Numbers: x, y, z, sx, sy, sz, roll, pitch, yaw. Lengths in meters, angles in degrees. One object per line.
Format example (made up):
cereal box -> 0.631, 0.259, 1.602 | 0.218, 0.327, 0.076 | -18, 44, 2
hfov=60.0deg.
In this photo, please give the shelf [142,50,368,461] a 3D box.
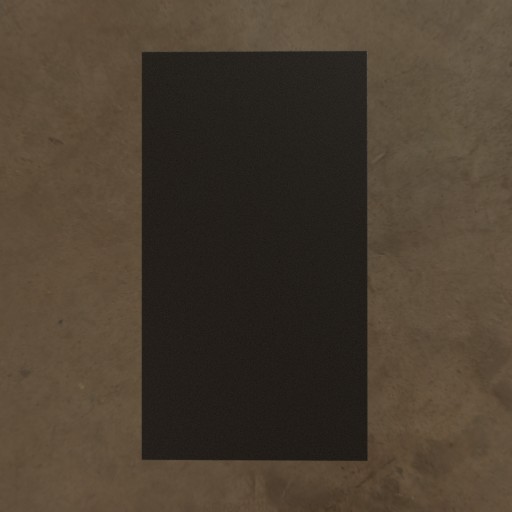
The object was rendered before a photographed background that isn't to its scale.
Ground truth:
shelf -> 0.000, 0.000, 1.350 | 0.498, 0.749, 0.902 | 0, 90, 1
